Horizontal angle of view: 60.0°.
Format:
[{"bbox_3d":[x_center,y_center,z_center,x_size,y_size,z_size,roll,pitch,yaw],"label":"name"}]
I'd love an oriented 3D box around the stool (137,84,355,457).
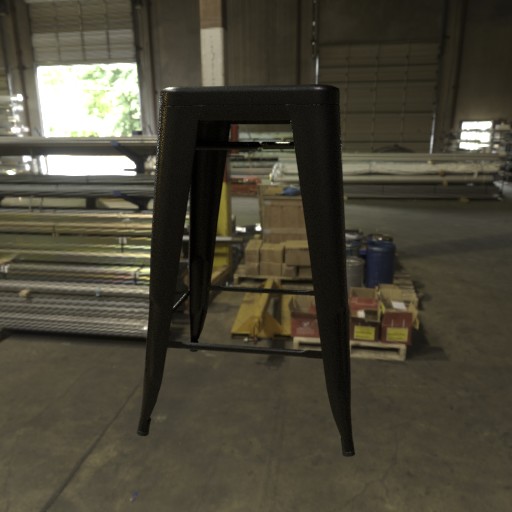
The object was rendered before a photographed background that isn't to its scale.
[{"bbox_3d":[0.000,0.000,0.877,0.399,0.609,0.359,2,15,8],"label":"stool"}]
